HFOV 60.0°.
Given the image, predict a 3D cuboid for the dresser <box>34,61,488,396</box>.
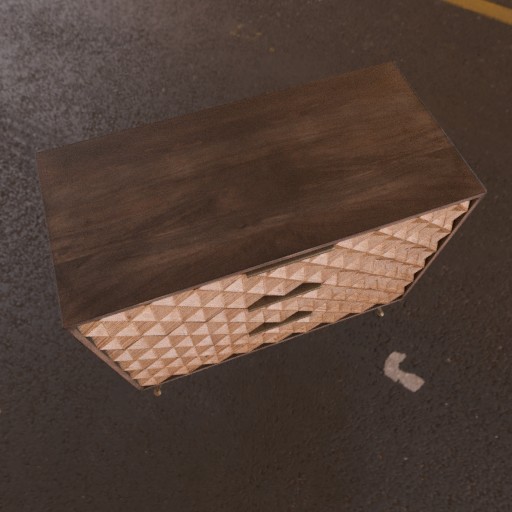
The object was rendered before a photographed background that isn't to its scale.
[{"bbox_3d":[0.000,0.000,1.348,0.923,0.801,0.453,-18,64,-9],"label":"dresser"}]
